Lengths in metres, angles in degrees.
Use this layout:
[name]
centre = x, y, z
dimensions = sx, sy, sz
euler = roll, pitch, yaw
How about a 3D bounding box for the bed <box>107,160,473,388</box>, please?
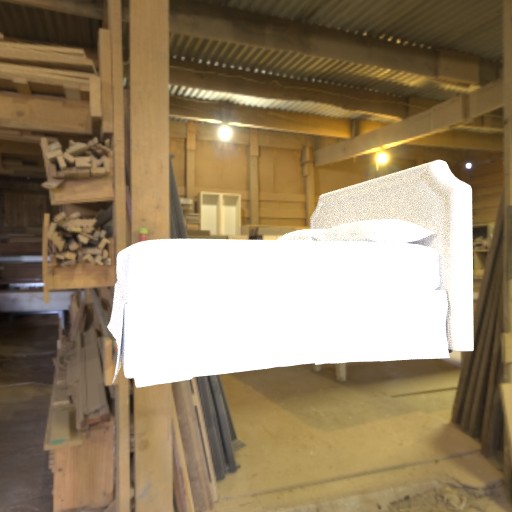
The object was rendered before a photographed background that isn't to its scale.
[bed]
centre = 0.000, 0.000, 3.469
dimensions = 2.204, 1.301, 2.160
euler = 0, 0, -19
